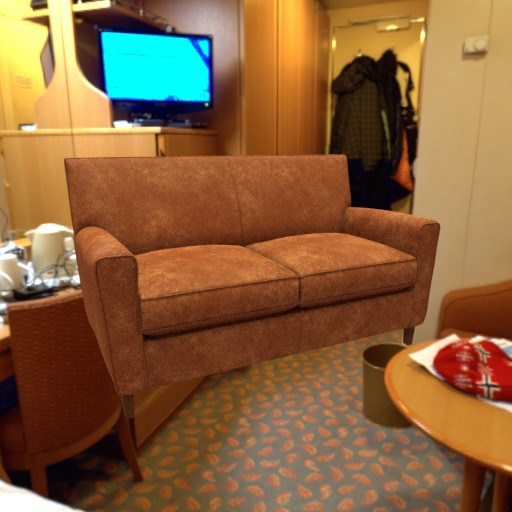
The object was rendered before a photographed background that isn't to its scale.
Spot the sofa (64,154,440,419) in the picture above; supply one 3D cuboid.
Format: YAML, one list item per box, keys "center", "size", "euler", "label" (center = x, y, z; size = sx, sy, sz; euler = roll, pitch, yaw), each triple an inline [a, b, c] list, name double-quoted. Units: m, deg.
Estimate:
- center: [0.000, 0.000, 2.001]
  size: [1.473, 0.871, 0.787]
  euler: [-7, 16, -26]
  label: "sofa"
